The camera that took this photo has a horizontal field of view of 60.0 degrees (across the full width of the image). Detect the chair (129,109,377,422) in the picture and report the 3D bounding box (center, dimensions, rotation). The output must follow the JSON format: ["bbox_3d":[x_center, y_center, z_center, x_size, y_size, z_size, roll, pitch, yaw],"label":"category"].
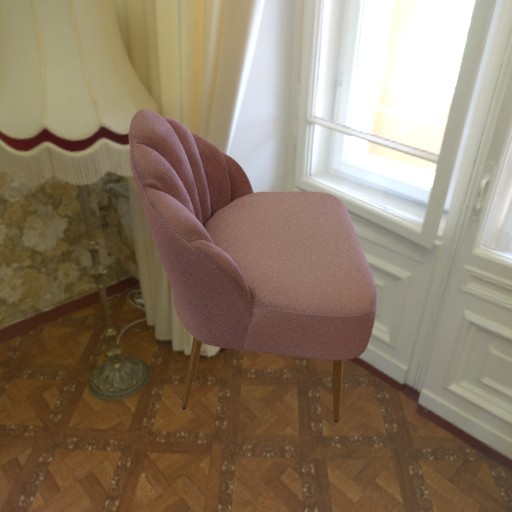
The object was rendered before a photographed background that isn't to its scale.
[{"bbox_3d":[0.000,0.000,1.287,0.599,0.819,0.657,0,32,0],"label":"chair"}]
